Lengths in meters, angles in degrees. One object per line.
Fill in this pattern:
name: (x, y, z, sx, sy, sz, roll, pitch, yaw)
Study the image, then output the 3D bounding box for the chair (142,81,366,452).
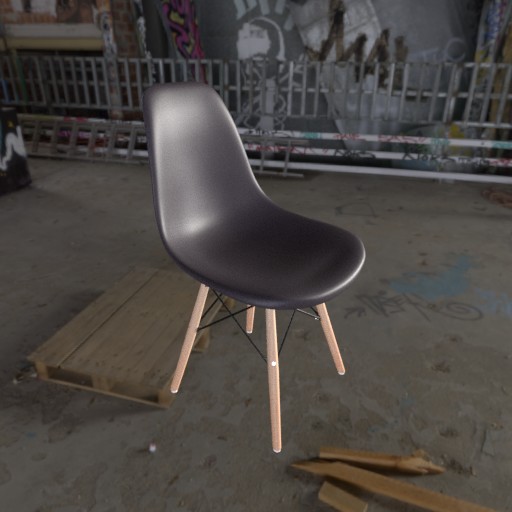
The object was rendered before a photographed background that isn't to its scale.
chair: (0.000, 0.000, 1.160, 0.533, 0.825, 0.470, 17, 31, 32)
